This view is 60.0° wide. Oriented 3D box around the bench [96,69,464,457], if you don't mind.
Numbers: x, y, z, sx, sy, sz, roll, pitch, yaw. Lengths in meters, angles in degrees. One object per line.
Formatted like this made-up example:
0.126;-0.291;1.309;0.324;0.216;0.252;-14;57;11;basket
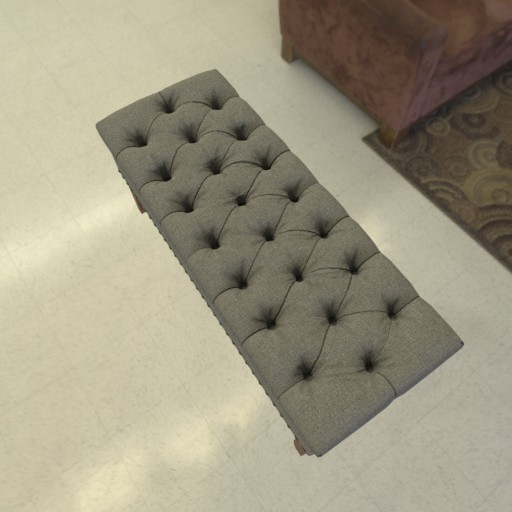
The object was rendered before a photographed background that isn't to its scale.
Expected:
0.000;0.000;1.297;0.417;0.470;1.052;-31;67;-15;bench
